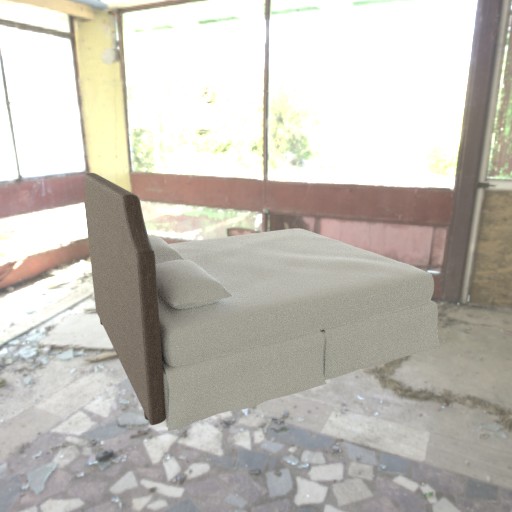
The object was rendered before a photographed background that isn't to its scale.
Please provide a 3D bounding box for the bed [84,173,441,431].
[{"bbox_3d":[0.000,0.000,4.318,2.773,1.590,2.350,-9,18,-27],"label":"bed"}]
